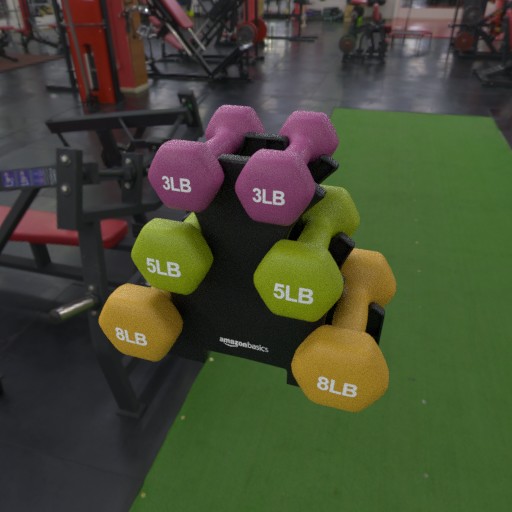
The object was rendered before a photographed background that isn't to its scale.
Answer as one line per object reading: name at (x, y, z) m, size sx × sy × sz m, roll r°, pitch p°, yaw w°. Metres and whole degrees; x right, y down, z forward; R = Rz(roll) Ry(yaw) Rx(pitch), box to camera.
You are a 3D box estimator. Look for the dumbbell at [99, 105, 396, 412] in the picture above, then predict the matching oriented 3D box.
dumbbell at (0.000, 0.000, 0.466) m, size 0.300 × 0.271 × 0.190 m, roll 10°, pitch 34°, yaw 15°
